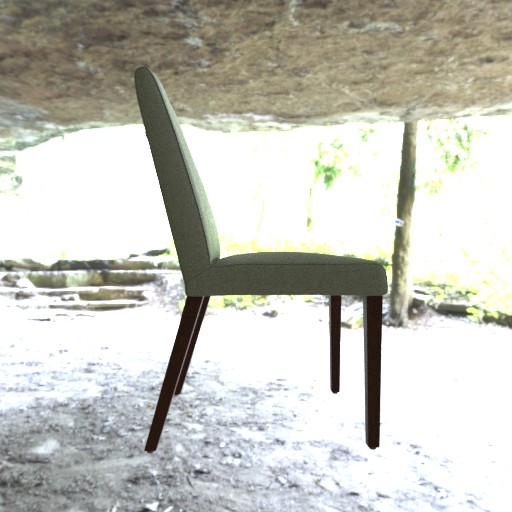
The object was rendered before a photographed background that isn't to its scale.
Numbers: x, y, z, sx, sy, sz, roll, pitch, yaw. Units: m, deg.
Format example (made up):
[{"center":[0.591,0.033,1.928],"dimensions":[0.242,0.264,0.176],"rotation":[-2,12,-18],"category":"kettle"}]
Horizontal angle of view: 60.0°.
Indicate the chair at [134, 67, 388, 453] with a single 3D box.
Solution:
[{"center":[0.000,0.000,1.235],"dimensions":[0.594,0.900,0.480],"rotation":[0,0,-2],"category":"chair"}]
